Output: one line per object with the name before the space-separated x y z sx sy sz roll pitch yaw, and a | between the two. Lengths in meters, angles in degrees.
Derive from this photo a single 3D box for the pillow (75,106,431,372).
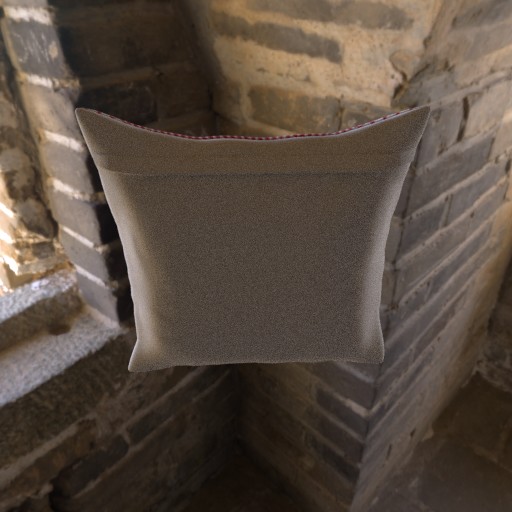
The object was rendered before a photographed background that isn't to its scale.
pillow | 0.000 0.000 0.693 0.463 0.454 0.160 -1 30 -2
